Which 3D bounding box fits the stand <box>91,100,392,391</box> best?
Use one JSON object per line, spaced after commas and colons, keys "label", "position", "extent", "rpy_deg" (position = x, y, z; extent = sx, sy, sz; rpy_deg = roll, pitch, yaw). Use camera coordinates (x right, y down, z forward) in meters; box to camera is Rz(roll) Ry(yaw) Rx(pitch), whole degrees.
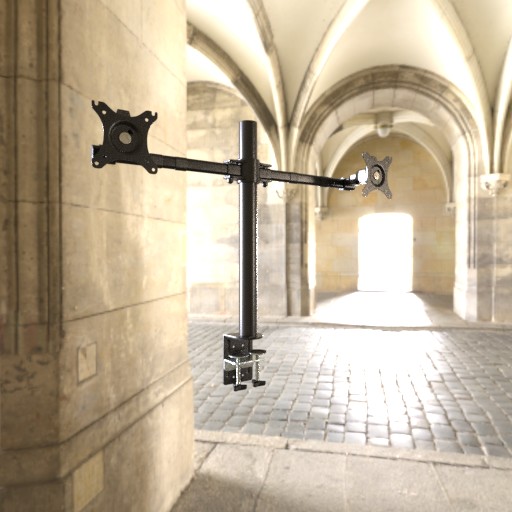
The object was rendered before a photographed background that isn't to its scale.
{"label": "stand", "position": [0.000, 0.000, 0.981], "extent": [0.743, 0.603, 0.150], "rpy_deg": [0, 1, -35]}
